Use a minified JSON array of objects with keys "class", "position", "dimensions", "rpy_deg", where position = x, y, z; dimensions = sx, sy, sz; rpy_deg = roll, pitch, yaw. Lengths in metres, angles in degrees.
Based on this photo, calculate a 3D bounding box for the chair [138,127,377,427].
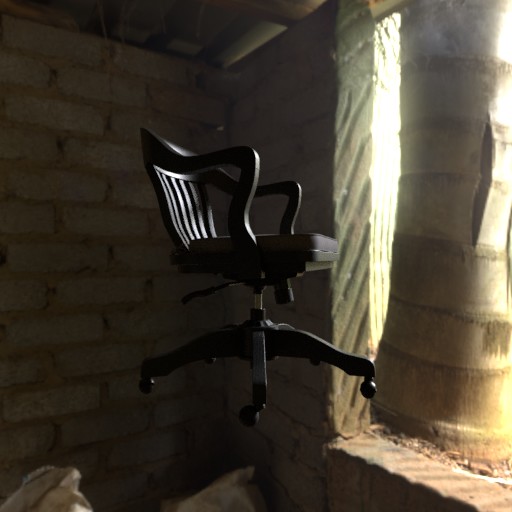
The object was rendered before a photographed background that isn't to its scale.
[{"class":"chair","position":[0.000,0.000,1.498],"dimensions":[0.788,0.878,0.750],"rpy_deg":[0,0,18]}]
